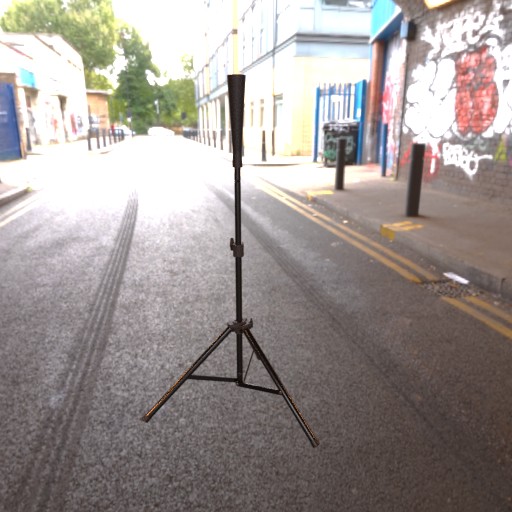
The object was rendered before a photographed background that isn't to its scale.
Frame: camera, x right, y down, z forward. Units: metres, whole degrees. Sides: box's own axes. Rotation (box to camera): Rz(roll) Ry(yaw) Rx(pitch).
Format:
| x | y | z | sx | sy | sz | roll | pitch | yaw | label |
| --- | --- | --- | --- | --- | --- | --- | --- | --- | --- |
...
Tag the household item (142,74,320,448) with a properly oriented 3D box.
| x | y | z | sx | sy | sz | roll | pitch | yaw | label |
| --- | --- | --- | --- | --- | --- | --- | --- | --- | --- |
| 0.000 | 0.000 | 1.409 | 0.559 | 1.067 | 0.559 | 8 | 18 | 26 | household item |
